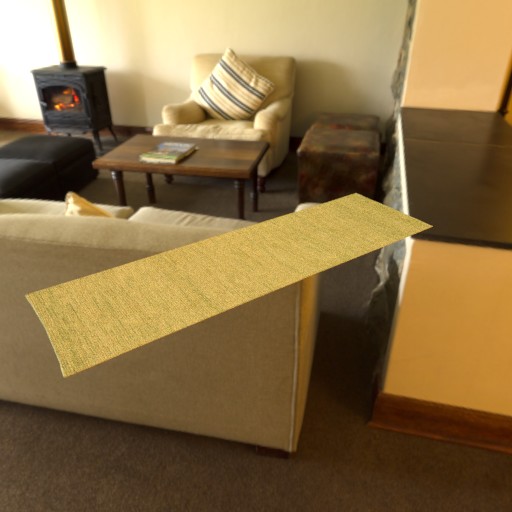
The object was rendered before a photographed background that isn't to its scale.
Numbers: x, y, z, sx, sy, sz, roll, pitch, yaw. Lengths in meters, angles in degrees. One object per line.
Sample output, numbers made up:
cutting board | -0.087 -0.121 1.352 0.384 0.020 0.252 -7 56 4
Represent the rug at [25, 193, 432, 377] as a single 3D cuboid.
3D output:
rug | 0.000 0.000 2.551 2.340 0.013 0.686 -19 36 -29
